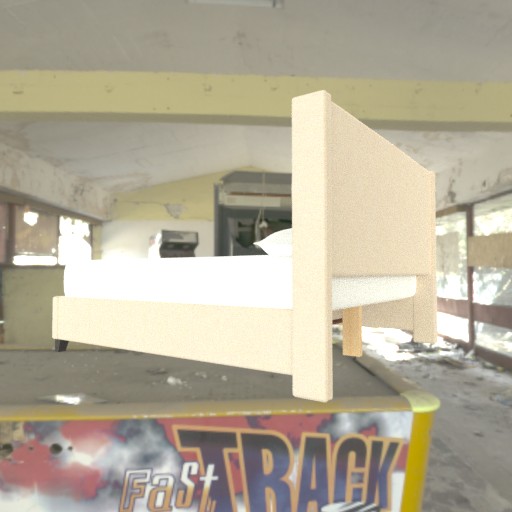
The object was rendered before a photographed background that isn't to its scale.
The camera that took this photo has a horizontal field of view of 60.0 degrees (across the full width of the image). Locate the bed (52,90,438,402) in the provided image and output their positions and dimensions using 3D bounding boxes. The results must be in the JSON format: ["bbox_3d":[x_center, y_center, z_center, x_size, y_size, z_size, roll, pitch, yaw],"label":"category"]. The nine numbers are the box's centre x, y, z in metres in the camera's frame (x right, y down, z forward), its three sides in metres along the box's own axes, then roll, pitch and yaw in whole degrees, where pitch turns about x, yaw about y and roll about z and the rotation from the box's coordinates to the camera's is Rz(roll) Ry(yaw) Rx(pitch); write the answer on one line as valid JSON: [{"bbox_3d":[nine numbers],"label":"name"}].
[{"bbox_3d":[0.000,0.000,3.594,2.293,1.471,2.145,-1,-3,35],"label":"bed"}]
